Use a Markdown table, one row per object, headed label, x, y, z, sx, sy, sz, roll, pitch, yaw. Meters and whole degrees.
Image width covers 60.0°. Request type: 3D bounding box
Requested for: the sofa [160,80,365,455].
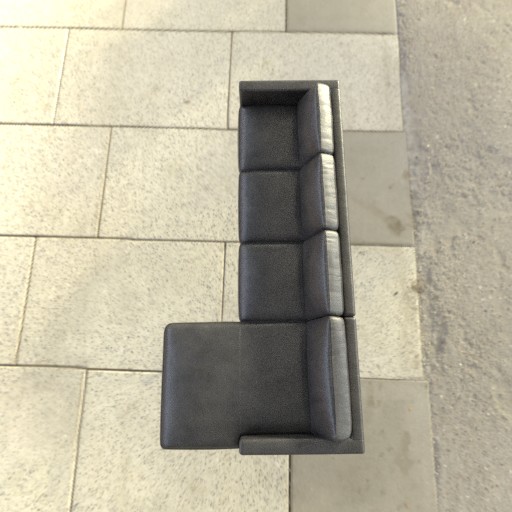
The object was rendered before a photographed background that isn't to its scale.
| label | x | y | z | sx | sy | sz | roll | pitch | yaw |
| --- | --- | --- | --- | --- | --- | --- | --- | --- | --- |
| sofa | 0.000 | 0.000 | 3.961 | 1.581 | 0.883 | 3.203 | -1 | 75 | 0 |
